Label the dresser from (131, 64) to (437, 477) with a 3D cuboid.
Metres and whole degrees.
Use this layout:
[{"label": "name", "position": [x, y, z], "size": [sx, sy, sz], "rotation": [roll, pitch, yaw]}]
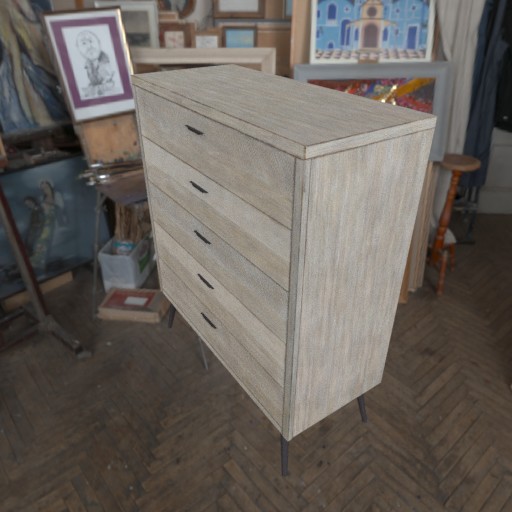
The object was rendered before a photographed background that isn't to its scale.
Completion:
[{"label": "dresser", "position": [0.000, 0.000, 1.720], "size": [0.457, 1.219, 1.016], "rotation": [-20, 37, -29]}]
